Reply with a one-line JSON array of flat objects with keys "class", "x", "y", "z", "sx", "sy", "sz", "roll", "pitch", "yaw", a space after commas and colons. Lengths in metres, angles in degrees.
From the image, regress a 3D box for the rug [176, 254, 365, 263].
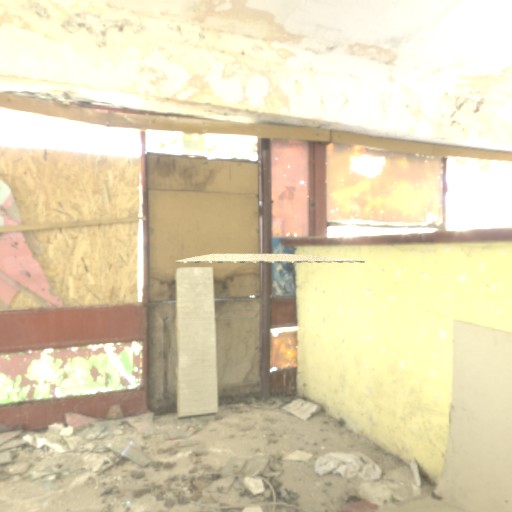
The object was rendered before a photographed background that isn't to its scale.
[{"class": "rug", "x": 0.000, "y": 0.000, "z": 2.549, "sx": 0.620, "sy": 0.008, "sz": 2.372, "roll": 0, "pitch": 1, "yaw": -3}]
